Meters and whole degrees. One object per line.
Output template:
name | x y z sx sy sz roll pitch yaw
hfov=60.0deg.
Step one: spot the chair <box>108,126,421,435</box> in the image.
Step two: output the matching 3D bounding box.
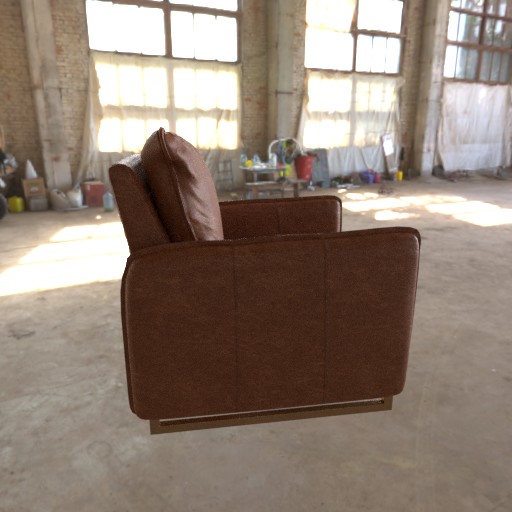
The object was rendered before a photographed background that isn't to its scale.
chair | 0.000 0.000 1.646 0.922 0.922 0.830 -3 16 -9
